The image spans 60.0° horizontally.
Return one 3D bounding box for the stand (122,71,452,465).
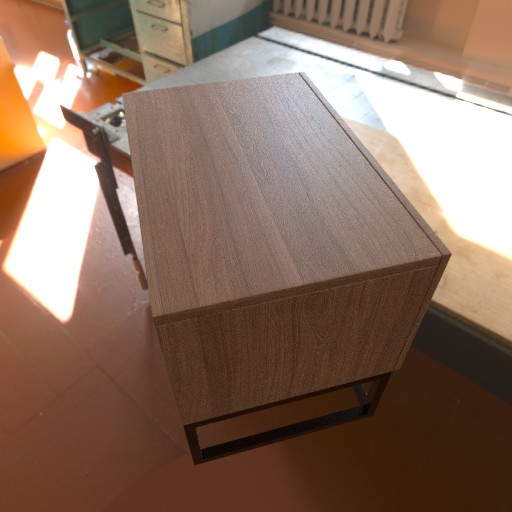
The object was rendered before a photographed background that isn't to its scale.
[{"bbox_3d":[0.000,0.000,0.948,0.420,0.500,0.600,-11,47,-11],"label":"stand"}]
